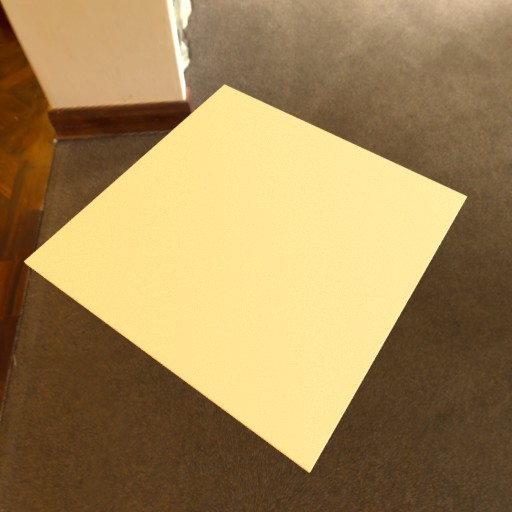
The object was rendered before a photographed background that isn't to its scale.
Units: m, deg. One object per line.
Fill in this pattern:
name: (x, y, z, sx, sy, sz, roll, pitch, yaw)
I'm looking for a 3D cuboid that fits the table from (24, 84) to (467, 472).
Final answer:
table: (0.000, 0.000, 1.371, 0.890, 0.305, 0.890, 31, 63, 17)
